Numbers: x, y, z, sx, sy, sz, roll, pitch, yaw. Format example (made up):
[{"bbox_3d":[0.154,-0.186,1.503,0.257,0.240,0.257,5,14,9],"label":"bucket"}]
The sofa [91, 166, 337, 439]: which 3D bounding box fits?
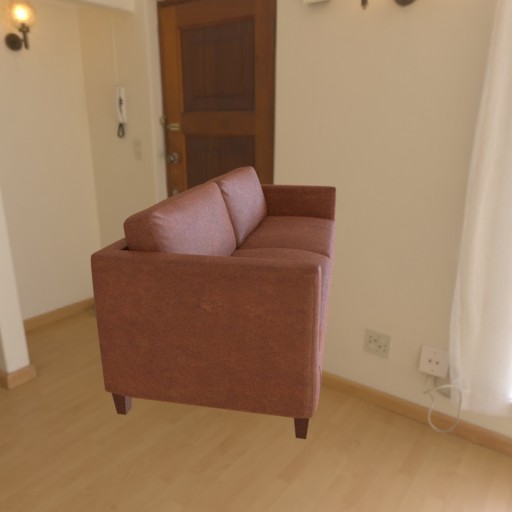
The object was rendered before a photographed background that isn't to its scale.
[{"bbox_3d":[0.000,0.000,2.774,0.950,0.932,2.204,3,17,11],"label":"sofa"}]
